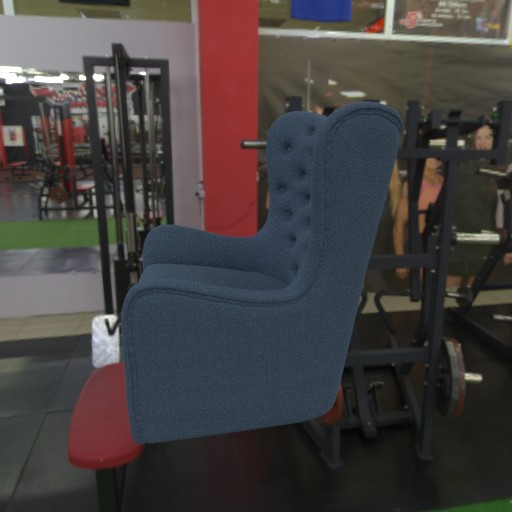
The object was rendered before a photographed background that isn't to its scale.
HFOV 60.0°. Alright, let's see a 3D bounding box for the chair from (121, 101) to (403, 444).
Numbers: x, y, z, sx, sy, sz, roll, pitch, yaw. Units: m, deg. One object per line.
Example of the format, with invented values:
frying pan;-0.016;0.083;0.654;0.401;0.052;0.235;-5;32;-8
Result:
chair;0.000;0.000;1.692;0.930;1.079;0.831;-2;16;-8
